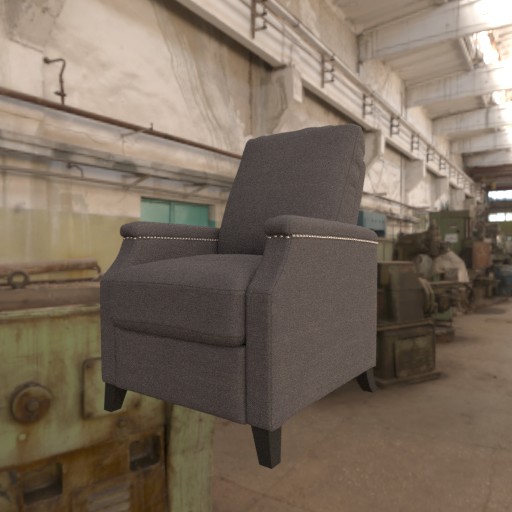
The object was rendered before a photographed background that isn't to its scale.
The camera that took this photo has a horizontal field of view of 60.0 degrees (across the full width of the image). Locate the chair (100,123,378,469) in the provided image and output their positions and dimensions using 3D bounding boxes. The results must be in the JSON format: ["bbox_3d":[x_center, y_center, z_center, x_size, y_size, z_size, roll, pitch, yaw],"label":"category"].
[{"bbox_3d":[0.000,0.000,1.640,0.710,1.049,0.922,1,2,35],"label":"chair"}]
